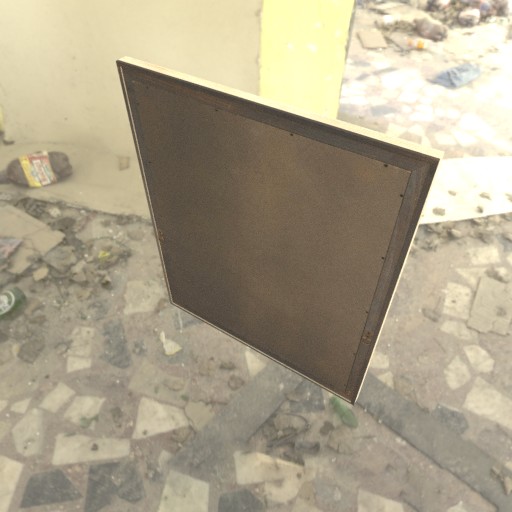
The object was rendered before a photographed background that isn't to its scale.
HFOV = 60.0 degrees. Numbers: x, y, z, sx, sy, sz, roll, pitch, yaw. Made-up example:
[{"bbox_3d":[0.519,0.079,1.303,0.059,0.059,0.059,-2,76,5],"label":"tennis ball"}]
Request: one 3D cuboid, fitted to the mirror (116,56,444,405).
[{"bbox_3d":[0.000,0.000,1.186,0.730,0.882,0.032,25,51,22],"label":"mirror"}]
